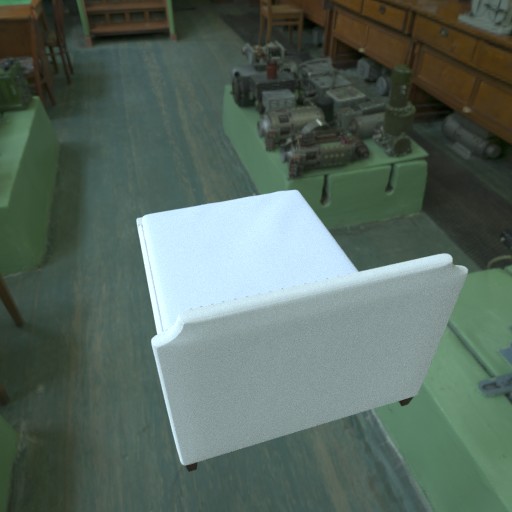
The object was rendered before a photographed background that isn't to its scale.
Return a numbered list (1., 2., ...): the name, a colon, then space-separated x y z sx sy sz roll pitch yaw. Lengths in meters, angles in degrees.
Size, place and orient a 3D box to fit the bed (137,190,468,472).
1. bed: 0.000 0.000 3.427 1.712 1.443 2.372 -11 41 -13
